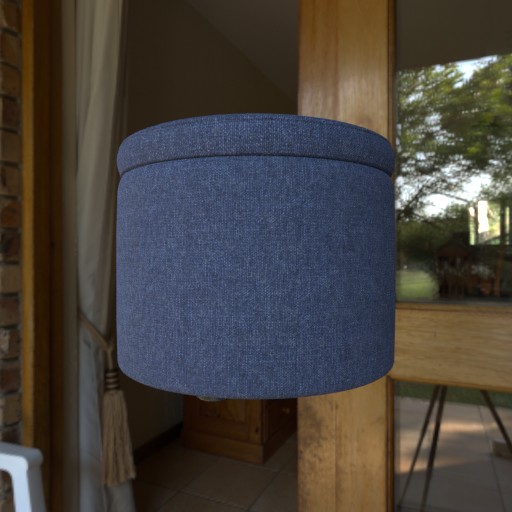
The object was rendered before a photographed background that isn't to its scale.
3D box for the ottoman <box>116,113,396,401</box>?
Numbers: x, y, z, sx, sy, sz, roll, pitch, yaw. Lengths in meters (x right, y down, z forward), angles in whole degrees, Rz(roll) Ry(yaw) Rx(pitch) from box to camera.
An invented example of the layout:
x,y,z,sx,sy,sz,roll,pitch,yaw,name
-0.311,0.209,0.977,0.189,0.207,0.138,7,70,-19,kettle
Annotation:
x,y,z,sx,sy,sz,roll,pitch,yaw,name
0.000,0.000,0.866,0.520,0.430,0.520,0,0,0,ottoman
